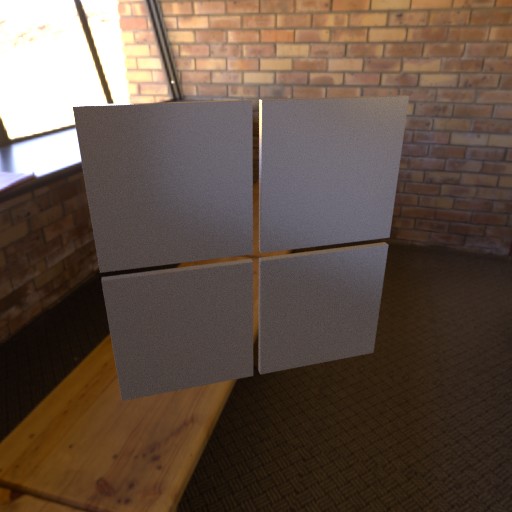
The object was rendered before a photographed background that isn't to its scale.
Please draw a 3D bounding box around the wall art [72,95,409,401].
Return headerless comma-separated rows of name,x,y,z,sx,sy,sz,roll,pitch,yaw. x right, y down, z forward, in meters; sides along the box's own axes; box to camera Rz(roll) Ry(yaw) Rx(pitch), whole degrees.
wall art,0.000,0.000,1.677,1.118,1.118,0.029,-7,26,-14
